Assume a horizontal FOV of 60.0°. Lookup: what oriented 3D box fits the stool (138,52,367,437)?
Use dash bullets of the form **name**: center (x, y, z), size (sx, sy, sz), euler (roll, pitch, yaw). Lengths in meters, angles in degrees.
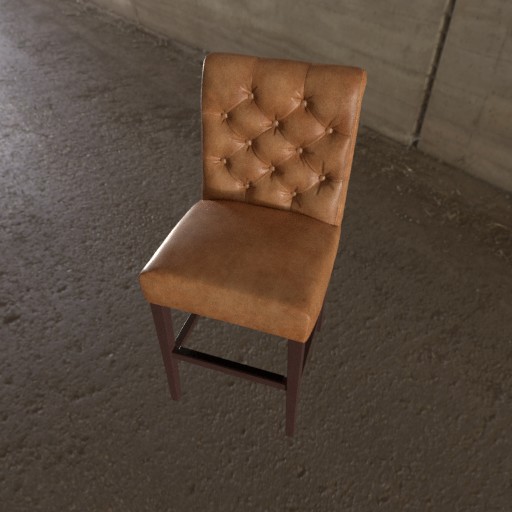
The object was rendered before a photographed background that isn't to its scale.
- **stool**: center (0.000, 0.000, 1.407), size (0.493, 1.047, 0.601), euler (12, 43, 14)
